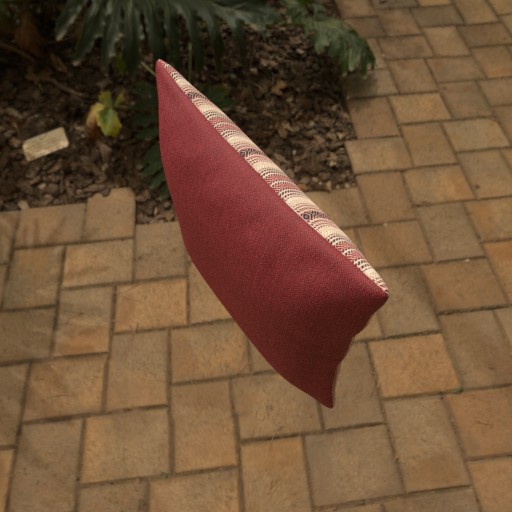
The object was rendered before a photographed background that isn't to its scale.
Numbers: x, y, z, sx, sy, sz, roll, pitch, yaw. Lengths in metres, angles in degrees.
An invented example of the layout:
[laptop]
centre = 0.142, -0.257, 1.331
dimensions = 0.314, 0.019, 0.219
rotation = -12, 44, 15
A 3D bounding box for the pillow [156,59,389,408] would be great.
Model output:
[pillow]
centre = 0.000, 0.000, 0.788
dimensions = 0.166, 0.497, 0.513
rotation = -31, 63, -18
